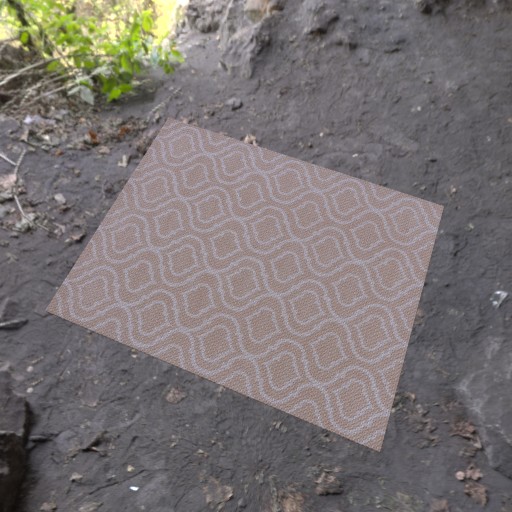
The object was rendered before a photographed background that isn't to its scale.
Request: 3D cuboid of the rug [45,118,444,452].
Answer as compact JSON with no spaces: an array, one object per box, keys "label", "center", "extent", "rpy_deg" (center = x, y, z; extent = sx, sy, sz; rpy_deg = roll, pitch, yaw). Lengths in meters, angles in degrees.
[{"label":"rug","center":[0.000,0.000,3.945],"extent":[2.894,0.013,2.286],"rpy_deg":[20,66,9]}]
